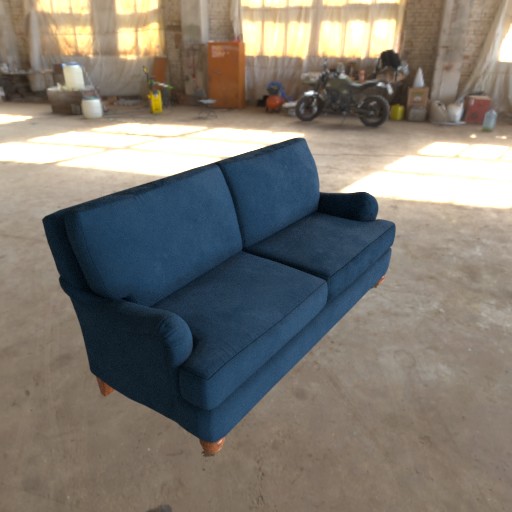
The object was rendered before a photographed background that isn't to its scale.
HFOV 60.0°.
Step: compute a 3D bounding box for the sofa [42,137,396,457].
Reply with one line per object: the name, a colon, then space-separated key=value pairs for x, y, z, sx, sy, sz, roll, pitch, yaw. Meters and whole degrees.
sofa: x=0.000 y=0.000 z=2.776 sx=1.084 sy=1.101 sz=2.141 roll=18 pitch=31 yaw=32
